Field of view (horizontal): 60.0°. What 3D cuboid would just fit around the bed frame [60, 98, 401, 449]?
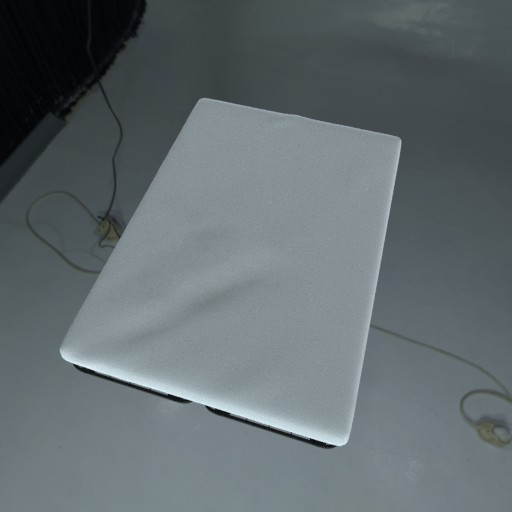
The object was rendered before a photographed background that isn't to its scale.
[{"bbox_3d":[0.000,0.000,2.640,1.372,0.637,1.905,14,59,9],"label":"bed frame"}]
